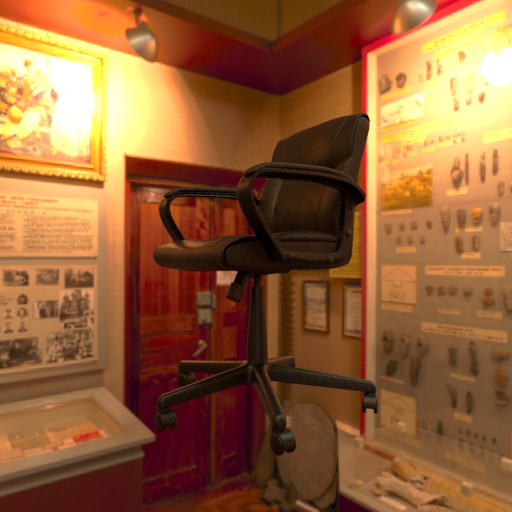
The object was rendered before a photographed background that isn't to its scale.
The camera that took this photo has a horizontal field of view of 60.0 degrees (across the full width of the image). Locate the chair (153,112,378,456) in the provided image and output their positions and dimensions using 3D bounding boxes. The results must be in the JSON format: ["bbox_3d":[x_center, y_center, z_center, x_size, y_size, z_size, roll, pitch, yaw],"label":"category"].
[{"bbox_3d":[0.000,0.000,1.488,0.717,1.004,0.739,0,0,-35],"label":"chair"}]
